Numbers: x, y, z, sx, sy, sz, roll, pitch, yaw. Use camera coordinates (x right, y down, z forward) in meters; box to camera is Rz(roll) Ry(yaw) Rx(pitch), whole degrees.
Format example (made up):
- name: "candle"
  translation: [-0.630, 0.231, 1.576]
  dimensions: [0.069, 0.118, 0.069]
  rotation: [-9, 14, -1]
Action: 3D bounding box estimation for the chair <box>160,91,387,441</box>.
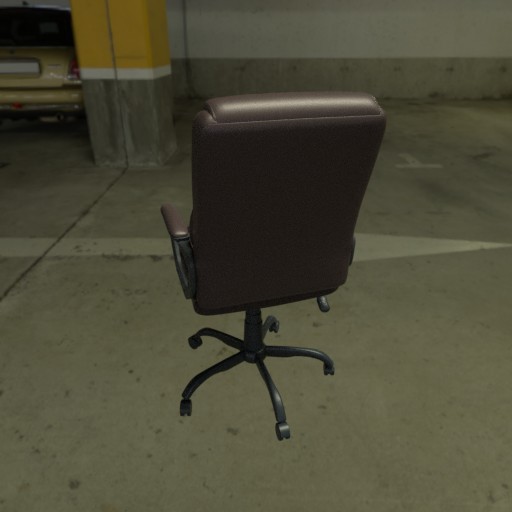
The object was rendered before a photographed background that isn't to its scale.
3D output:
- name: "chair"
  translation: [0.000, 0.000, 1.471]
  dimensions: [0.615, 1.072, 0.655]
  rotation: [-8, 27, -16]
